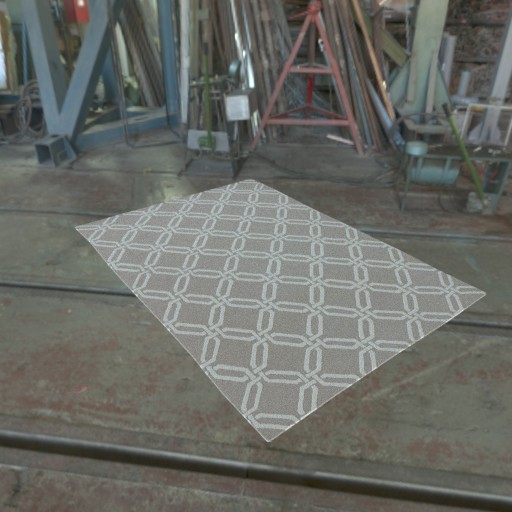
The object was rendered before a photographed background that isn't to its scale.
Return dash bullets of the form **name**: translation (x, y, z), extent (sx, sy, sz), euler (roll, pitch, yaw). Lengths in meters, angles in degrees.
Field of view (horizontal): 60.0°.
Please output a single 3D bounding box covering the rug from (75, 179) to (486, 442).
- **rug**: translation (0.000, 0.000, 2.715), extent (1.524, 0.013, 2.135), euler (-21, 37, -31)
